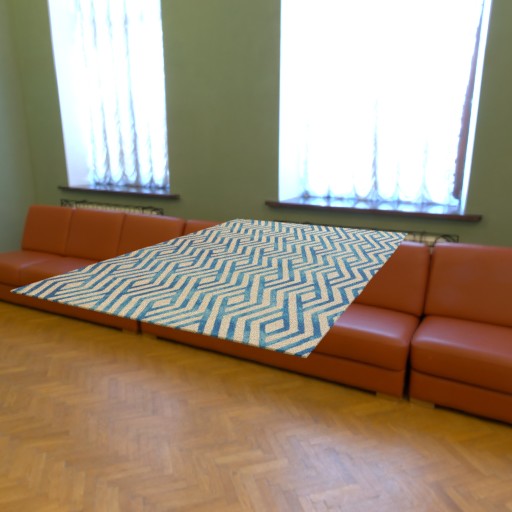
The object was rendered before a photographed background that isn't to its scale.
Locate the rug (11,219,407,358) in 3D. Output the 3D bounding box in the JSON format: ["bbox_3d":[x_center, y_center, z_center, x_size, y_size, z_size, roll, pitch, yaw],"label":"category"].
[{"bbox_3d":[0.000,0.000,2.252,1.225,0.008,1.830,7,16,26],"label":"rug"}]
